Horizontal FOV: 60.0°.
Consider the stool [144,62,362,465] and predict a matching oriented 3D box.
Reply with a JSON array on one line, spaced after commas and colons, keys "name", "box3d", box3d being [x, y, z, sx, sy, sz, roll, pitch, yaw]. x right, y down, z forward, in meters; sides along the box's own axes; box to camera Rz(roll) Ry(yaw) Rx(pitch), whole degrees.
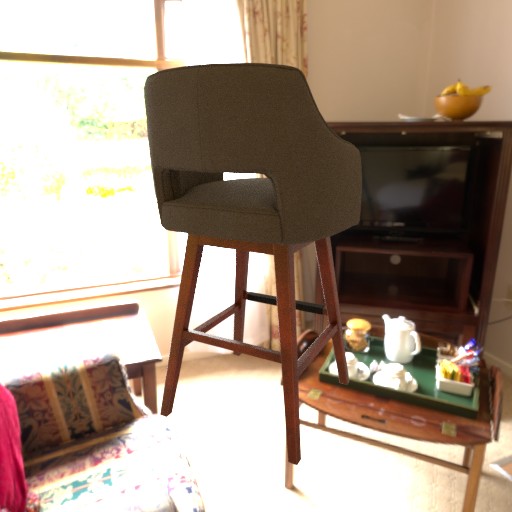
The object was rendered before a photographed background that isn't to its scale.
[{"name": "stool", "box3d": [0.000, 0.000, 1.342, 0.548, 1.012, 0.558, 8, 18, 27]}]
